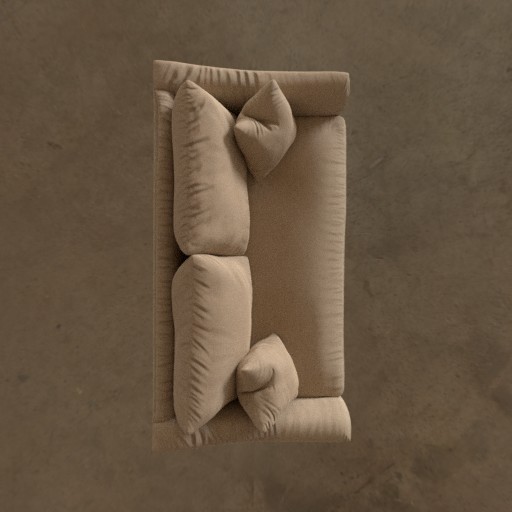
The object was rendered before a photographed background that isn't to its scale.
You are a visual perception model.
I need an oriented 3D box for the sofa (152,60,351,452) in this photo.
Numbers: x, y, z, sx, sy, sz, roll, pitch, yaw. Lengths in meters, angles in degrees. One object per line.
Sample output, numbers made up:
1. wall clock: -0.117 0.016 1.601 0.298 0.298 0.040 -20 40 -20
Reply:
1. sofa: 0.000 0.000 2.587 1.072 1.018 2.010 0 89 0
